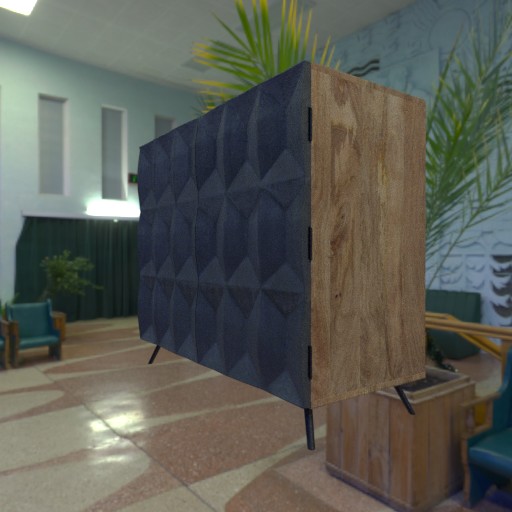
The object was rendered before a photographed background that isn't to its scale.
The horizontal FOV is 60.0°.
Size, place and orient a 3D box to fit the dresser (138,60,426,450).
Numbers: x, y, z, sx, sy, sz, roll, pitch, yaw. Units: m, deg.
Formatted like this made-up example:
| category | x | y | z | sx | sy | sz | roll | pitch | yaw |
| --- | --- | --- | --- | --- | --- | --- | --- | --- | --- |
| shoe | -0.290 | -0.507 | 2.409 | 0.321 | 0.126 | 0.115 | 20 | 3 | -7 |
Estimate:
| category | x | y | z | sx | sy | sz | roll | pitch | yaw |
| --- | --- | --- | --- | --- | --- | --- | --- | --- | --- |
| dresser | 0.000 | 0.000 | 1.461 | 0.446 | 0.847 | 0.967 | 0 | 1 | -35 |
